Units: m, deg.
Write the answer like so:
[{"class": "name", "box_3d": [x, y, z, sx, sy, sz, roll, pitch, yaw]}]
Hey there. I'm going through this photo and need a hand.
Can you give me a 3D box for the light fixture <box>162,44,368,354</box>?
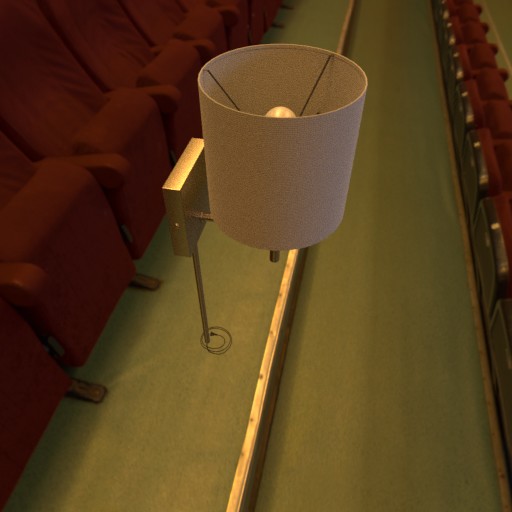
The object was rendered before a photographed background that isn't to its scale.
[{"class": "light fixture", "box_3d": [0.000, 0.000, 0.711, 0.248, 0.589, 0.188, 9, 46, 8]}]
